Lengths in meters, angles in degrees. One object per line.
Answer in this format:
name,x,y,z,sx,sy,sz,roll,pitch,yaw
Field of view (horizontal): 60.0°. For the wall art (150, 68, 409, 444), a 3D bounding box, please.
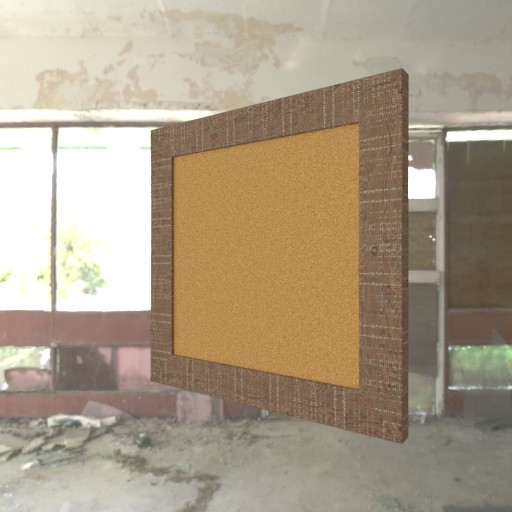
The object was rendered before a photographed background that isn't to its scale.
wall art,0.000,0.000,0.793,0.531,0.531,0.029,0,0,36
